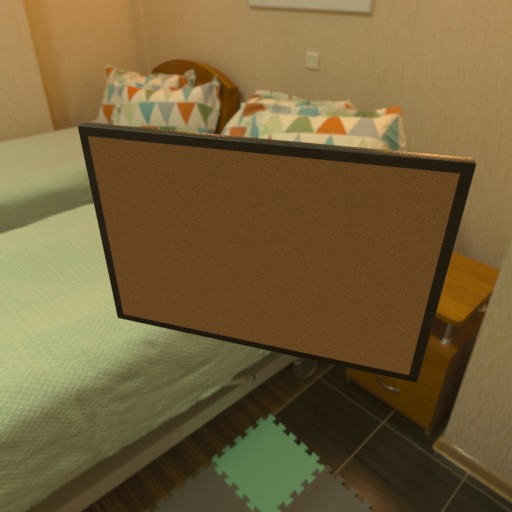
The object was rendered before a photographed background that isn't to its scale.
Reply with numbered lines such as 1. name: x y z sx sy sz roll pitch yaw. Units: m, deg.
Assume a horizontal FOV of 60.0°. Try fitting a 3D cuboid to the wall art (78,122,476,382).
1. wall art: 0.000 0.000 1.153 0.912 0.612 0.038 9 33 15
